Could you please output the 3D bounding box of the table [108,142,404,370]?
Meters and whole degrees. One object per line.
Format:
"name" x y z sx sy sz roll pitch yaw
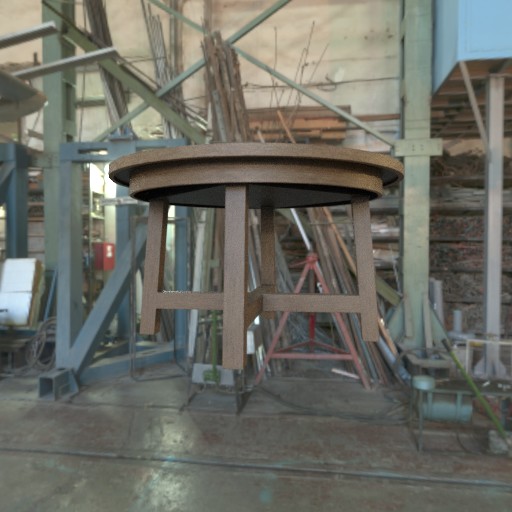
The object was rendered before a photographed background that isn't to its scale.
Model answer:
"table" 0.000 0.000 2.090 1.319 0.762 1.319 0 1 0
